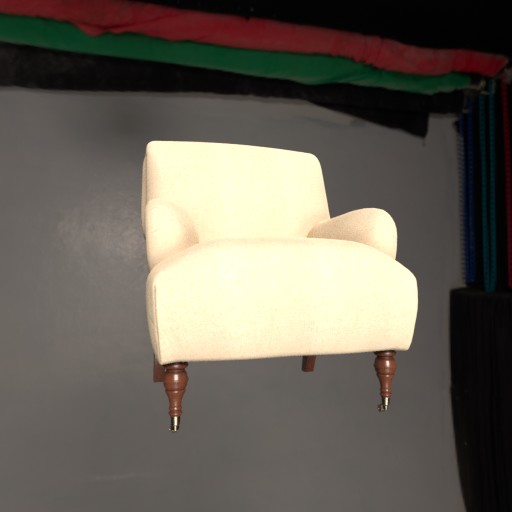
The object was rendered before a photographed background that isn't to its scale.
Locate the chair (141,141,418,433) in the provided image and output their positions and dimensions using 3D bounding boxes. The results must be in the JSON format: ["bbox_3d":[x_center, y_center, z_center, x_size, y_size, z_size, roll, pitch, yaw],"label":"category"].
[{"bbox_3d":[0.000,0.000,1.531,0.766,0.944,0.842,1,-2,-16],"label":"chair"}]
